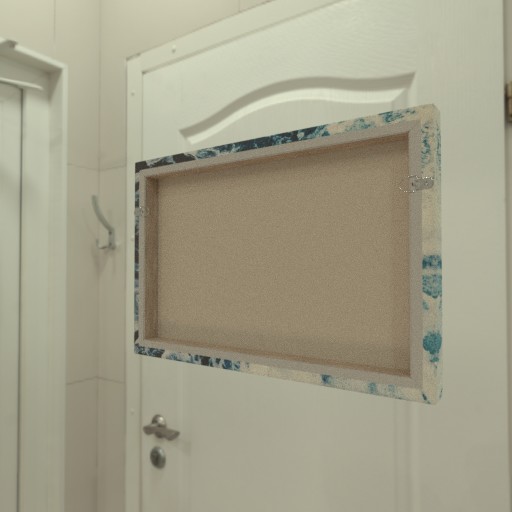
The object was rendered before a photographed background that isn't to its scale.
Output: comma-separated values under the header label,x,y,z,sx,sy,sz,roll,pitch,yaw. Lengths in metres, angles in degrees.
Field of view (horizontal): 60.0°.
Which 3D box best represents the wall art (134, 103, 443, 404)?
label,x,y,z,sx,sy,sz,roll,pitch,yaw
wall art,0.000,0.000,0.781,0.609,0.407,0.043,-1,-1,35
